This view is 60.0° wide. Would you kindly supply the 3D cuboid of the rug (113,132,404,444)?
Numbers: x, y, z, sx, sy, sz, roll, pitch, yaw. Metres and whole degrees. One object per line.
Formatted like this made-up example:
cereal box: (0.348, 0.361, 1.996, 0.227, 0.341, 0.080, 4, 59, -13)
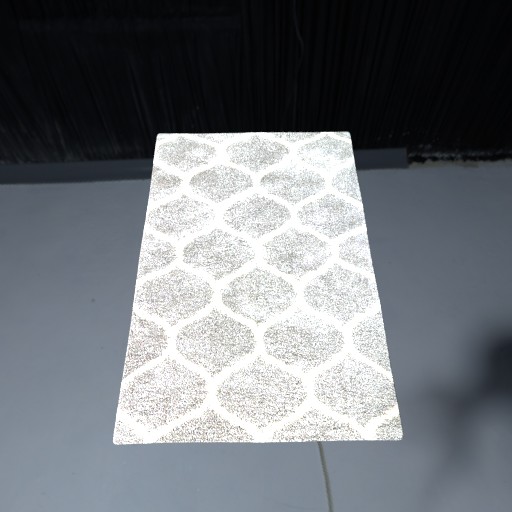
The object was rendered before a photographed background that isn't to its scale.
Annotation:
rug: (0.000, 0.000, 3.442, 1.801, 0.026, 2.701, -1, 58, 0)
